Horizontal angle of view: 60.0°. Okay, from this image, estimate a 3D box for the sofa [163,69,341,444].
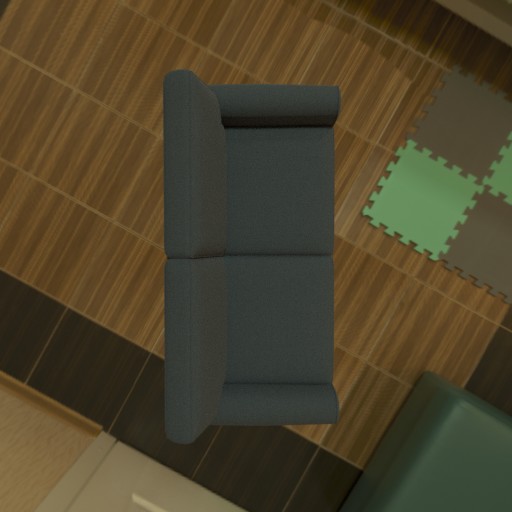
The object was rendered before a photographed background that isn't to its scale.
[{"bbox_3d":[0.000,0.000,2.609,0.940,1.020,1.930,0,92,0],"label":"sofa"}]
